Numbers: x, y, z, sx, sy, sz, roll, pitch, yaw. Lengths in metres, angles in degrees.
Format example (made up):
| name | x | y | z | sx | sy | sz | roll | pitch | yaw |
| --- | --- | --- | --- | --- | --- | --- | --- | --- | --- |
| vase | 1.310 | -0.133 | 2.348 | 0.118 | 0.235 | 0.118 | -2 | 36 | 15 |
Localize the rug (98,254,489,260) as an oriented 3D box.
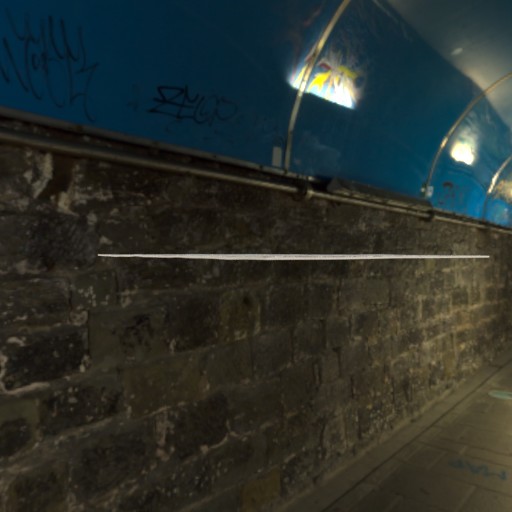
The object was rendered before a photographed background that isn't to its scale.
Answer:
| name | x | y | z | sx | sy | sz | roll | pitch | yaw |
| --- | --- | --- | --- | --- | --- | --- | --- | --- | --- |
| rug | 0.000 | 0.000 | 3.076 | 1.531 | 0.023 | 2.444 | 0 | 0 | -34 |
